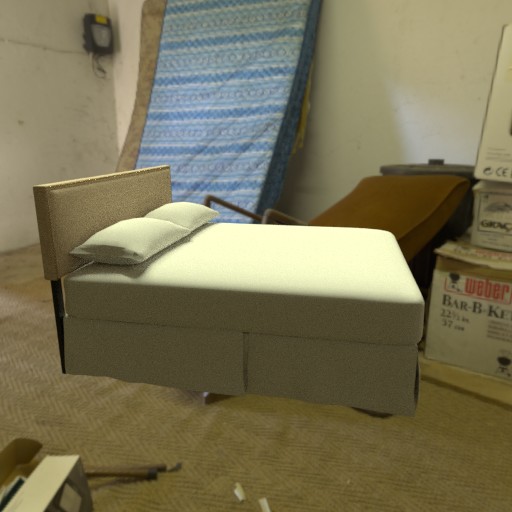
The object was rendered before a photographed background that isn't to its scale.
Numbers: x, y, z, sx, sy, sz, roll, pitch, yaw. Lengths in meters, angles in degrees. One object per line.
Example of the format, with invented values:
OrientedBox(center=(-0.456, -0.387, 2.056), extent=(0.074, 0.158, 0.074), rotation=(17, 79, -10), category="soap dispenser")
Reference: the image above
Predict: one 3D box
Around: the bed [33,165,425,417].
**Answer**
OrientedBox(center=(0.000, 0.000, 2.820), extent=(1.876, 1.016, 1.616), rotation=(3, 15, 11), category="bed")
